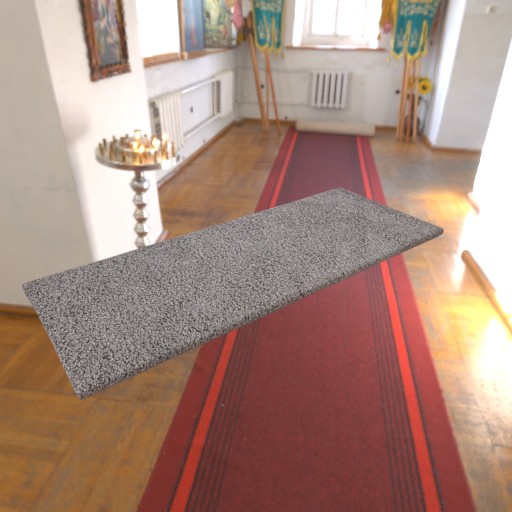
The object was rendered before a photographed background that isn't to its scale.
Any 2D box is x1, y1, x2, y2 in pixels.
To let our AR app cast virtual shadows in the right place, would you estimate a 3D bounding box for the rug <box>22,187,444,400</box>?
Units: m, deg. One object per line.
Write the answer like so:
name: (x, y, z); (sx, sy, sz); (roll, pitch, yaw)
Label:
rug: (0.000, 0.000, 1.681); (1.524, 0.030, 0.609); (-20, 35, -31)
